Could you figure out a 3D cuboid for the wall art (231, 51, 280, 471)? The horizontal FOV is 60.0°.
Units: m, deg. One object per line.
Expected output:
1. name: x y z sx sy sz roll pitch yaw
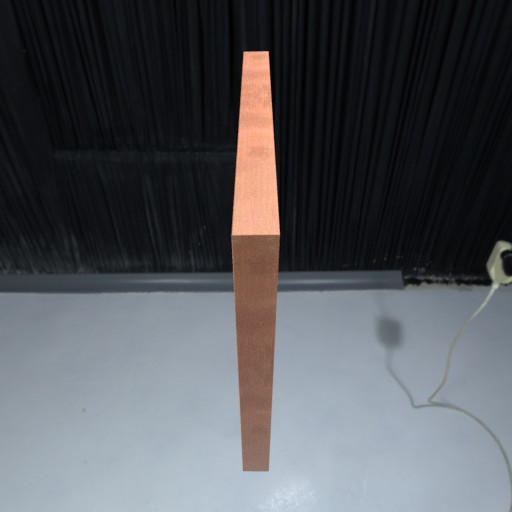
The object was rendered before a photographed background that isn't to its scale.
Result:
1. wall art: 0.000 0.000 0.600 0.035 0.403 0.403 0 42 0
